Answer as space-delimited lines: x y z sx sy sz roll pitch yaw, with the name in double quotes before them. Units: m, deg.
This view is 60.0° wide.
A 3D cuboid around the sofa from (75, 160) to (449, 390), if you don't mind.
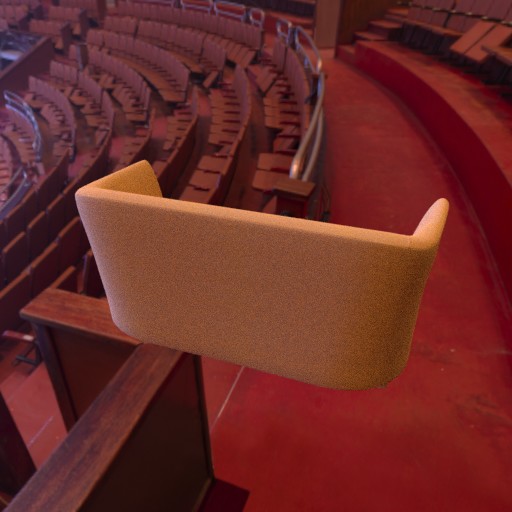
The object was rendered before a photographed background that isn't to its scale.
"sofa" 0.000 0.000 1.869 1.452 0.721 0.705 10 33 16
